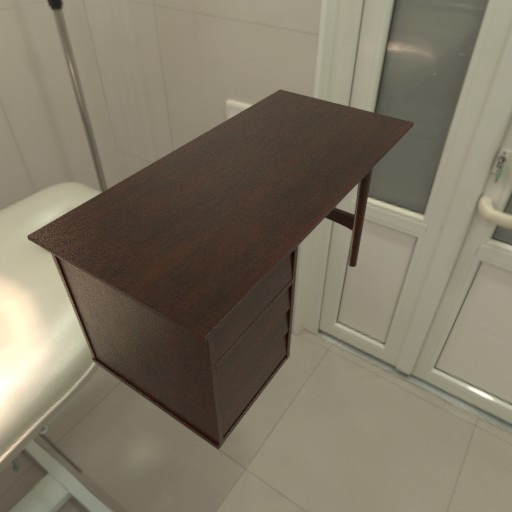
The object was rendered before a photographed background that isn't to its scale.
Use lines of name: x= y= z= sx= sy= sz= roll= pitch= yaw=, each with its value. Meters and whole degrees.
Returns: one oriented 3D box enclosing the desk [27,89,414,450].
desk: x=0.000 y=0.000 z=1.701 sx=0.612 sy=0.758 sz=1.277 roll=24 pitch=46 yaw=25
